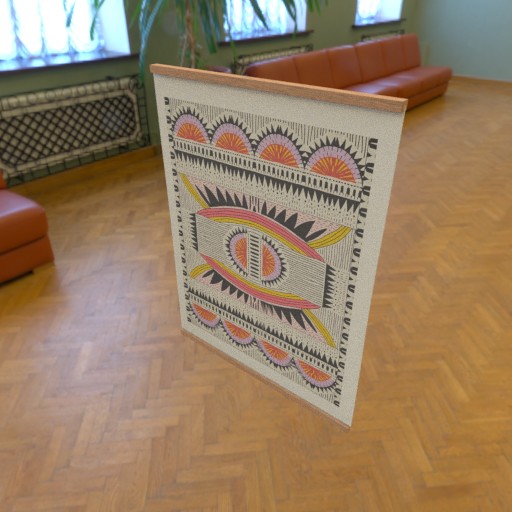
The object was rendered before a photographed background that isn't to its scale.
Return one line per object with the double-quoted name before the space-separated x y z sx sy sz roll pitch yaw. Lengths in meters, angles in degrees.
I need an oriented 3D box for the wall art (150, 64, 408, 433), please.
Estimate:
"wall art" 0.000 0.000 1.349 0.765 1.016 0.028 22 38 32
